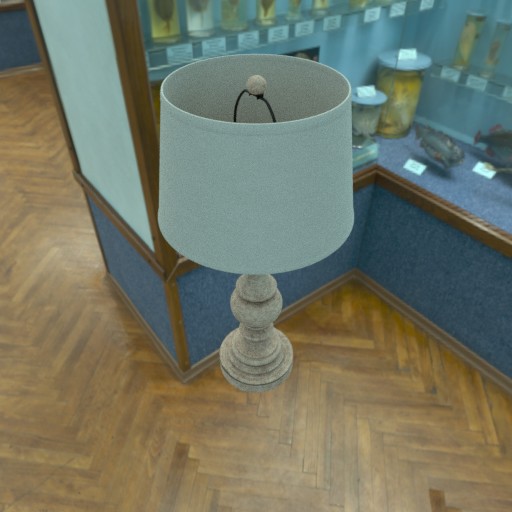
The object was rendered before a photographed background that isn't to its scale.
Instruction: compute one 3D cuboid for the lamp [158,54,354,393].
[{"bbox_3d":[0.000,0.000,0.852,0.340,0.678,0.340,0,41,0],"label":"lamp"}]
